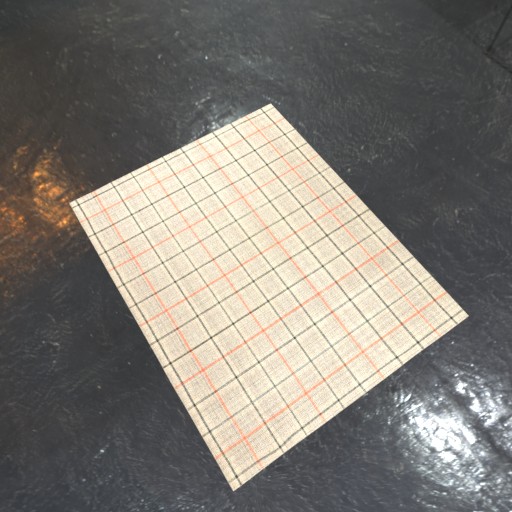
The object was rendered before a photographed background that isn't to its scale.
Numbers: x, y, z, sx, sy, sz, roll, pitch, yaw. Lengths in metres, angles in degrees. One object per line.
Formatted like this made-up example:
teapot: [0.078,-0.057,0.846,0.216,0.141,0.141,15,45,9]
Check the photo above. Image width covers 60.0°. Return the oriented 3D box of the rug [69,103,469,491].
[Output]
rug: [0.000,0.000,4.145,2.444,0.012,3.048,-31,67,-15]
